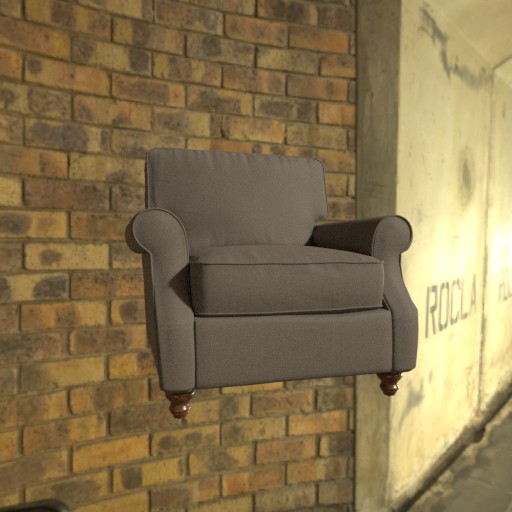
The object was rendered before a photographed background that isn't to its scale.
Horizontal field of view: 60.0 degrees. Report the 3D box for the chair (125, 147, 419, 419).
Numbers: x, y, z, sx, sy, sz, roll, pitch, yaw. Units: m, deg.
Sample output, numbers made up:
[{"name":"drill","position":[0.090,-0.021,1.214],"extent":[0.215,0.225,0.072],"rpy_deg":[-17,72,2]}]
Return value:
[{"name":"chair","position":[0.000,0.000,1.814],"extent":[1.029,0.967,0.966],"rpy_deg":[0,0,-17]}]
